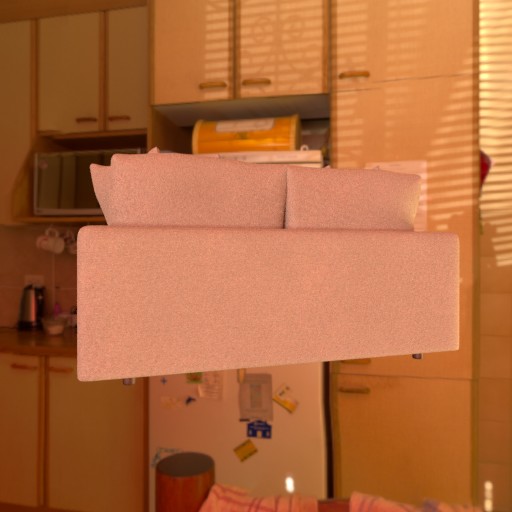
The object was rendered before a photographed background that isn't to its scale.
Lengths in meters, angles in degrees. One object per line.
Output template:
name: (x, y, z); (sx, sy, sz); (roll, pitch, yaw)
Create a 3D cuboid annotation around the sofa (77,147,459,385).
sofa: (0.000, 0.000, 2.585); (1.869, 1.080, 1.228); (0, 0, -18)
